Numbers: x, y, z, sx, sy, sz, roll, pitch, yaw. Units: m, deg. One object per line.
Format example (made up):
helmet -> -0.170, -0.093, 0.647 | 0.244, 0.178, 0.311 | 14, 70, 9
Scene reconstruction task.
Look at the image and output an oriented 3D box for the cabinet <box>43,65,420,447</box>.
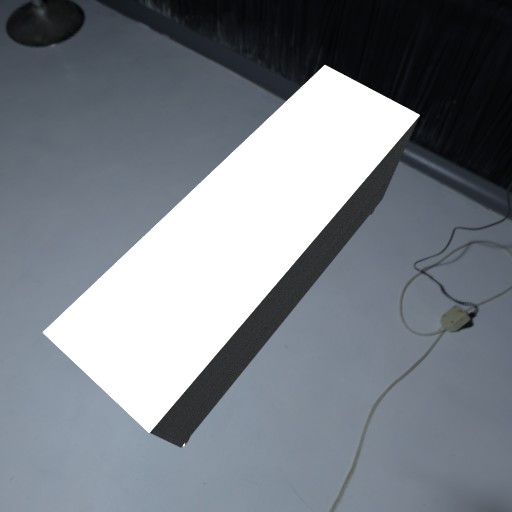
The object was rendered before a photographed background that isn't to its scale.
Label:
cabinet -> 0.000, 0.000, 2.048 | 0.500, 0.780, 1.649 | 36, 68, 17
